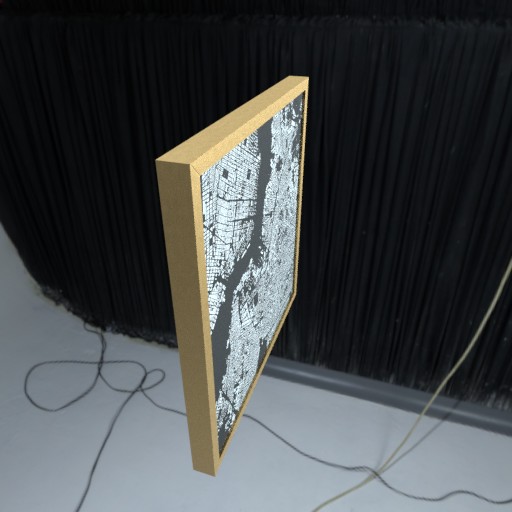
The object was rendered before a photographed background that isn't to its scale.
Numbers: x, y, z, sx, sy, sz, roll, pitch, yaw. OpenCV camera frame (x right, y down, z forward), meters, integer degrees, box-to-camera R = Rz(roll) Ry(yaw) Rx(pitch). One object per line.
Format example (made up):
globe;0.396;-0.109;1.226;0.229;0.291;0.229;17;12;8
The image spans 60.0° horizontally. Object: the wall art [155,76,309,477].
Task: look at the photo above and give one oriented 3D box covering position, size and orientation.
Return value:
wall art;0.000;0.000;1.949;0.095;1.284;1.284;10;33;16
